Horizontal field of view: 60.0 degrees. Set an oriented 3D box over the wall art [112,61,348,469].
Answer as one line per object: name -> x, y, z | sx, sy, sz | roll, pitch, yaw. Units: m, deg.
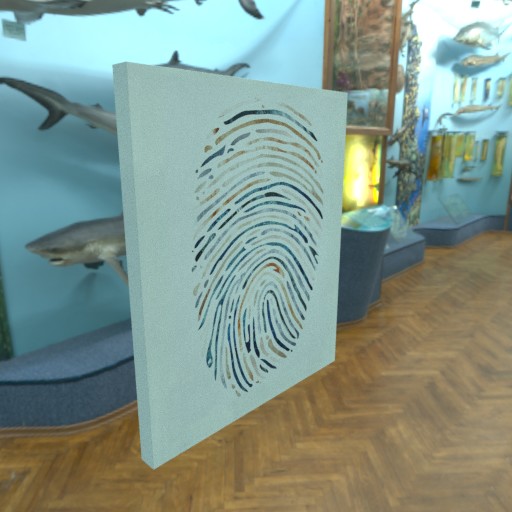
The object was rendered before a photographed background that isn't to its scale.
wall art -> 0.000, 0.000, 0.822 | 0.037, 0.606, 0.508 | 13, 20, 42
